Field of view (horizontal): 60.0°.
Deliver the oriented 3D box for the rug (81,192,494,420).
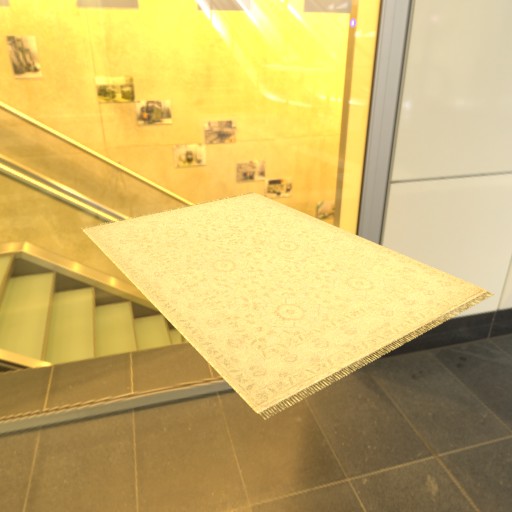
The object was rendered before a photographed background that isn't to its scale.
[{"bbox_3d":[0.000,0.000,2.771,1.514,0.011,2.233,-17,30,-32],"label":"rug"}]
